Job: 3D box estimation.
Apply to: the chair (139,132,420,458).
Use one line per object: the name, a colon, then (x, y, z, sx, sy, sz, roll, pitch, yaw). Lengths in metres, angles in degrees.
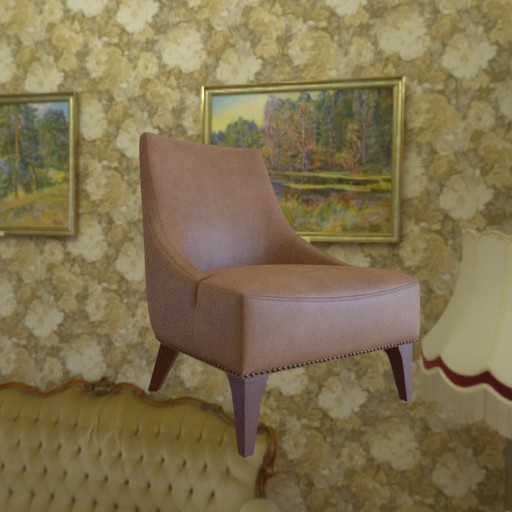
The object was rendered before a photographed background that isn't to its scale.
chair: (0.000, 0.000, 1.514, 0.701, 0.909, 0.861, -1, 2, -36)
